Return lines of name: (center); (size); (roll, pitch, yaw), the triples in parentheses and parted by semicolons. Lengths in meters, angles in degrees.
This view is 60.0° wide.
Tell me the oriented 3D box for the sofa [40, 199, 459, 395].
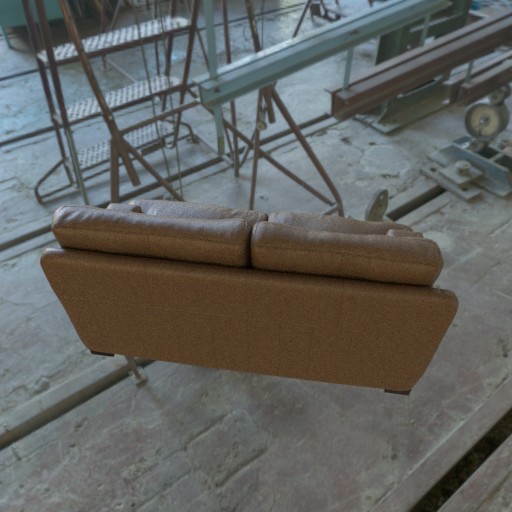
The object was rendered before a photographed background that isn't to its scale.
sofa: (0.000, 0.000, 2.437); (1.855, 0.980, 0.962); (6, 46, 6)
